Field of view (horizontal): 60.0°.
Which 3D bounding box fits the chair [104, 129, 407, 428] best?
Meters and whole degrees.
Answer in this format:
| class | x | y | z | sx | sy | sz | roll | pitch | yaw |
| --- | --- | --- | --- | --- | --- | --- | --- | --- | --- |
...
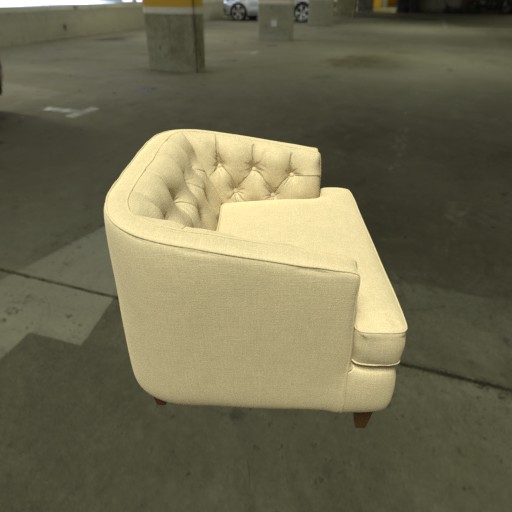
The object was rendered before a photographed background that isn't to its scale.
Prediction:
| class | x | y | z | sx | sy | sz | roll | pitch | yaw |
| --- | --- | --- | --- | --- | --- | --- | --- | --- | --- |
| chair | 0.000 | 0.000 | 1.769 | 0.914 | 0.787 | 1.118 | 1 | 31 | 1 |
